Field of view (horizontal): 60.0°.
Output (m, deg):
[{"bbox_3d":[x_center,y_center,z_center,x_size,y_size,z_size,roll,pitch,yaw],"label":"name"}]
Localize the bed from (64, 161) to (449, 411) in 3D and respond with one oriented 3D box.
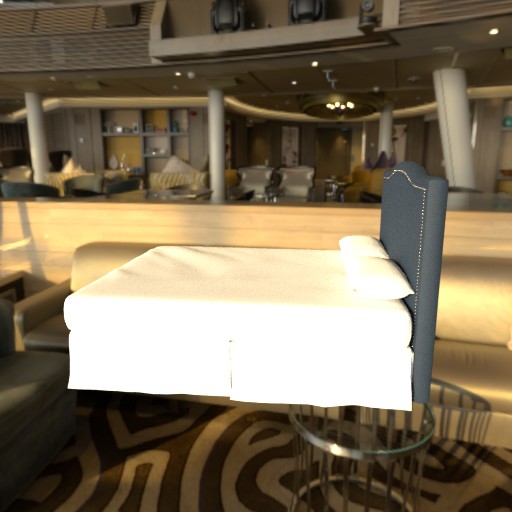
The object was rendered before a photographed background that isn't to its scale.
[{"bbox_3d":[0.000,0.000,3.427,2.282,1.436,1.821,2,13,8],"label":"bed"}]
